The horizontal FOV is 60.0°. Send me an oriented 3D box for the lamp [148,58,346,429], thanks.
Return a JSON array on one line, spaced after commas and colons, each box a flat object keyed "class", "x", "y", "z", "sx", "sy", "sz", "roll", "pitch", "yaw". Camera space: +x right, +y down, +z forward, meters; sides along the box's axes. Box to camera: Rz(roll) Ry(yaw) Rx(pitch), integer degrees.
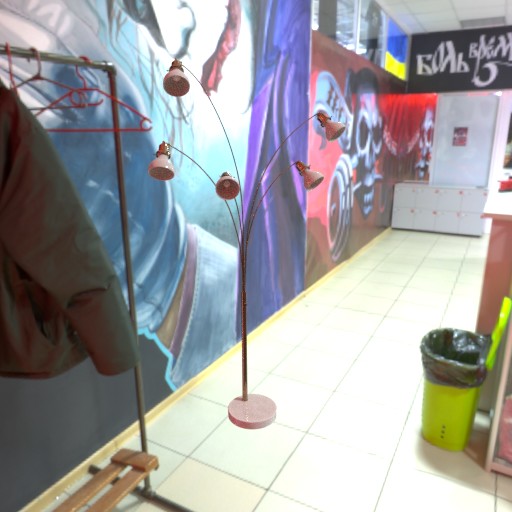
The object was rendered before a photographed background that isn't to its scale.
[{"class": "lamp", "x": 0.000, "y": 0.000, "z": 2.986, "sx": 1.405, "sy": 2.423, "sz": 0.361, "roll": -8, "pitch": 17, "yaw": -28}]
